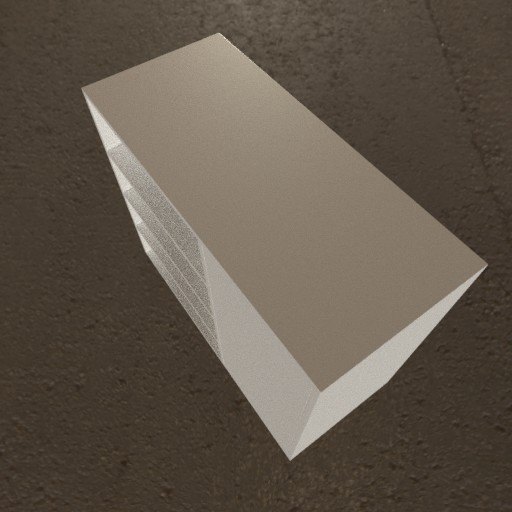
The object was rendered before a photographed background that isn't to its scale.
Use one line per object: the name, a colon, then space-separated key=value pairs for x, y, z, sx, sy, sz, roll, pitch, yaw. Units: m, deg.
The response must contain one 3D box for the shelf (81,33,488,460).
shelf: x=0.000 y=0.000 z=1.246 sx=0.396 sy=0.732 sz=0.895 roll=-31 pitch=63 yaw=-18
